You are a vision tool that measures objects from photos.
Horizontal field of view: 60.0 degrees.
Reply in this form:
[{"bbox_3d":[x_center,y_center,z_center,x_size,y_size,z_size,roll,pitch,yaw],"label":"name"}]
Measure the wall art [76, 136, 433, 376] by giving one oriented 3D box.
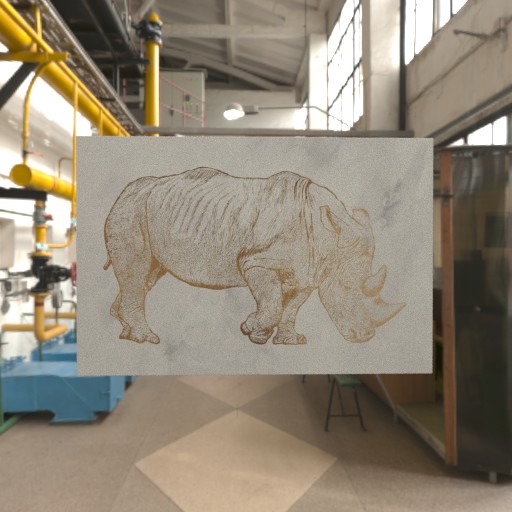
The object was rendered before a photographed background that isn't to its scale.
[{"bbox_3d":[0.000,0.000,0.493,0.381,0.254,0.038,0,1,-1],"label":"wall art"}]
